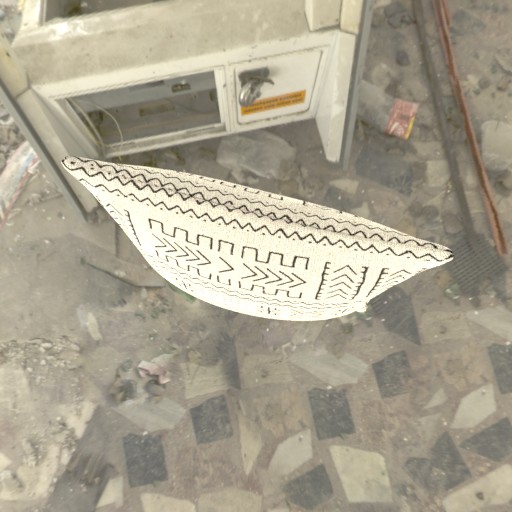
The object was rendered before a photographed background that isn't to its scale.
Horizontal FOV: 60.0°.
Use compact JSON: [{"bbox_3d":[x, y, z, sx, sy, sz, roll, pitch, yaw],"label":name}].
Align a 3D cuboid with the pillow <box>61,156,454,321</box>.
[{"bbox_3d":[0.000,0.000,0.671,0.438,0.430,0.164,14,76,4],"label":"pillow"}]
